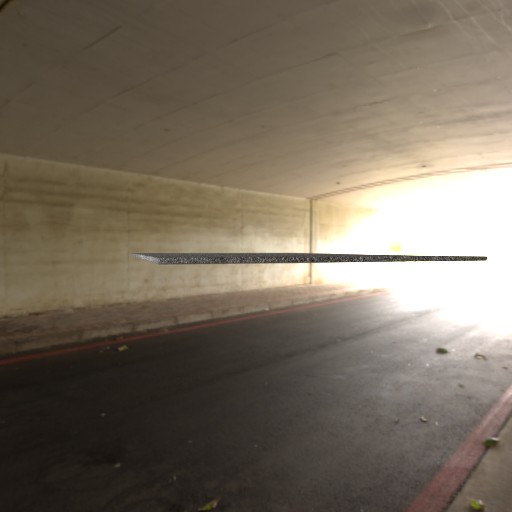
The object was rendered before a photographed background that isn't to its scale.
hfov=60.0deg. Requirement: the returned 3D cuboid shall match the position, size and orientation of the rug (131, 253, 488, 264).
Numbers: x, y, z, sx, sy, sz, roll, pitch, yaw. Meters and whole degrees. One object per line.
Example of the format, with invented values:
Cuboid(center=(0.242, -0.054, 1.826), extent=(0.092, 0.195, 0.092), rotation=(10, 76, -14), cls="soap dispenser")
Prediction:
Cuboid(center=(0.000, 0.000, 2.926), extent=(1.502, 0.025, 2.350), rotation=(0, 1, -18), cls="rug")
